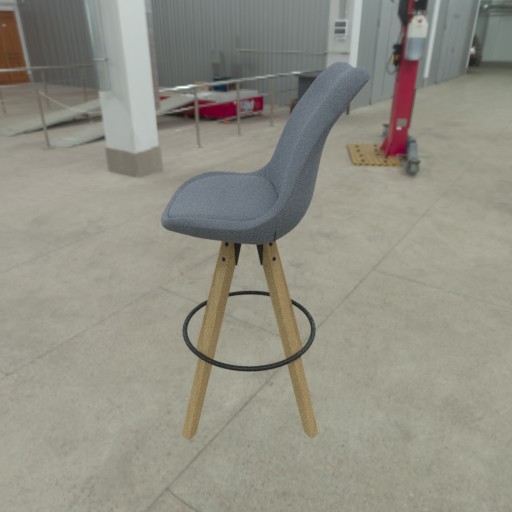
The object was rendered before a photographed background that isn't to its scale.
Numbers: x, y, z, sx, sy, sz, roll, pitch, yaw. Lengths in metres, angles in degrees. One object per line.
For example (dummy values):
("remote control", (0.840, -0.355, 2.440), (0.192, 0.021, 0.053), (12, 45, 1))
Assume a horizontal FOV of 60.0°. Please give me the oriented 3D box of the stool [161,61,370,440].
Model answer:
("stool", (0.000, 0.000, 1.401), (0.550, 1.115, 0.485), (0, 27, -1))
